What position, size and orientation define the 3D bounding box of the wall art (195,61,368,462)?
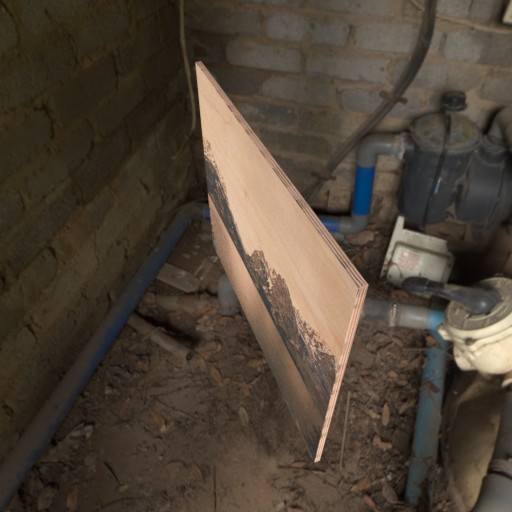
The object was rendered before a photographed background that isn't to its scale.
[{"bbox_3d":[0.000,0.000,0.692,0.010,0.408,0.508,-16,48,-15],"label":"wall art"}]
